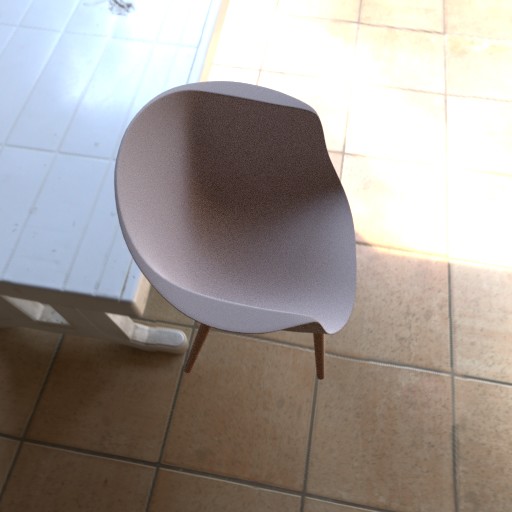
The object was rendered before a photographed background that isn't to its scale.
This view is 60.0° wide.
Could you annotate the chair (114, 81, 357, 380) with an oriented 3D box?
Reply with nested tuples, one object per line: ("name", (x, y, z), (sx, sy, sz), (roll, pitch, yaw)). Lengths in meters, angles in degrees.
("chair", (0.000, 0.000, 1.148), (0.504, 0.781, 0.593), (4, 63, 2))
